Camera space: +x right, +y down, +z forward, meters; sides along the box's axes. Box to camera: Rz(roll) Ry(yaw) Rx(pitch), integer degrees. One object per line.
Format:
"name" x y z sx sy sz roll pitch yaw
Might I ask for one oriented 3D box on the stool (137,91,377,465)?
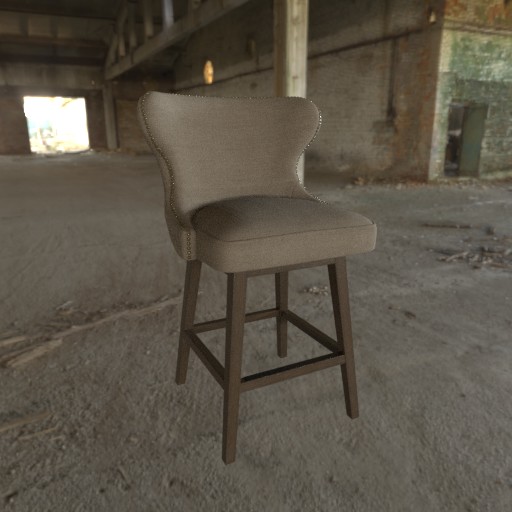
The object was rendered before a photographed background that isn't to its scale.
"stool" 0.000 0.000 1.375 0.615 0.972 0.597 -8 18 -26
